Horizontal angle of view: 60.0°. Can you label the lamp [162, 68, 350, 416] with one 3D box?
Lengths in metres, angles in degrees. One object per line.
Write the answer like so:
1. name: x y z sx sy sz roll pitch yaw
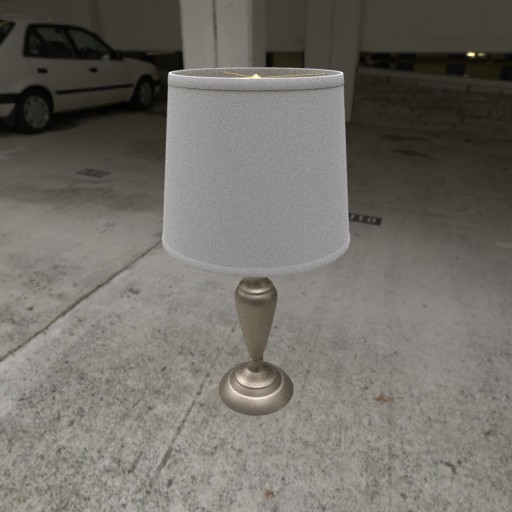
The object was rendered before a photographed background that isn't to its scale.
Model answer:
1. lamp: 0.000 0.000 0.807 0.328 0.619 0.328 0 26 0
